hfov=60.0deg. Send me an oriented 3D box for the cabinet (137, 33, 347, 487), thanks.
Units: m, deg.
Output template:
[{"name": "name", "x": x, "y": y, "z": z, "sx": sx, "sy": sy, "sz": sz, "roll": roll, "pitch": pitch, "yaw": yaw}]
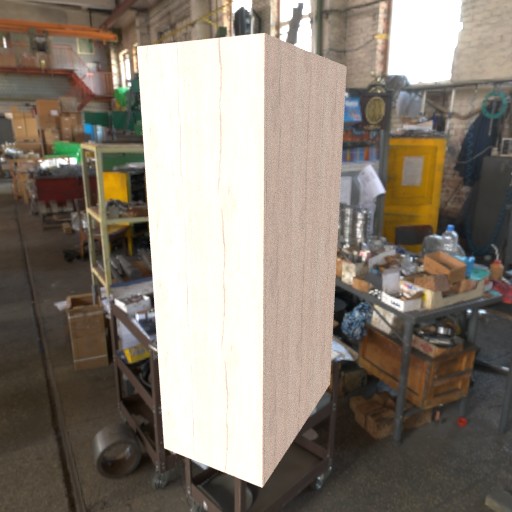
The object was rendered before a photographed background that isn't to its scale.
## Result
[{"name": "cabinet", "x": 0.000, "y": 0.000, "z": 2.343, "sx": 0.580, "sy": 1.930, "sz": 0.980, "roll": 8, "pitch": 18, "yaw": 26}]
